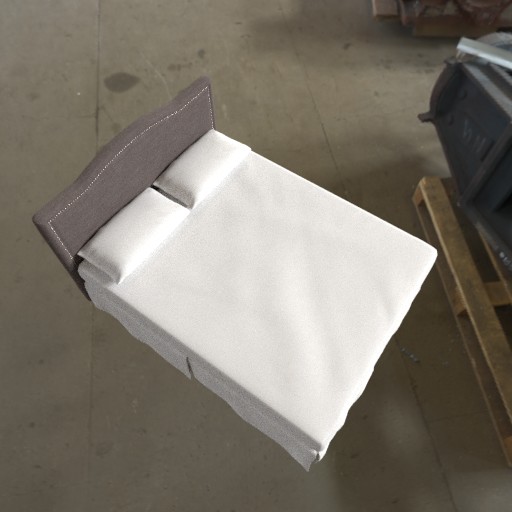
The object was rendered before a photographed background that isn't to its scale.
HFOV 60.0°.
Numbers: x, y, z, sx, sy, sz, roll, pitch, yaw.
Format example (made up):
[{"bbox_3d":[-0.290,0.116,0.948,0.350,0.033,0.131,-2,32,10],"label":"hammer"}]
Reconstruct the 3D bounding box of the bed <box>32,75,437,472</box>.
[{"bbox_3d":[0.000,0.000,3.848,2.689,1.457,2.161,31,64,17],"label":"bed"}]
